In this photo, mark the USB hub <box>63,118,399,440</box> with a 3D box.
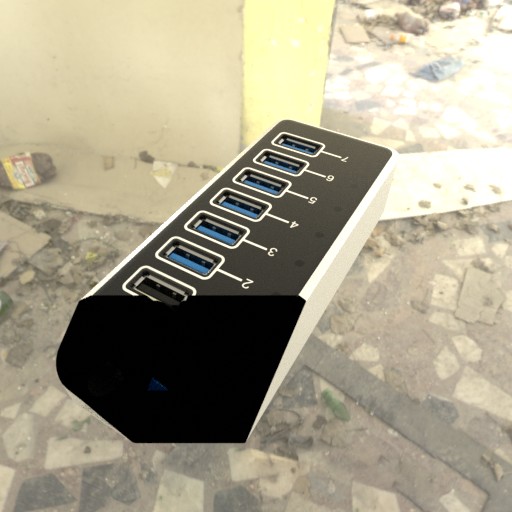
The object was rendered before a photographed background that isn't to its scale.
[{"bbox_3d":[0.000,0.000,0.124,0.044,0.023,0.110,23,51,21],"label":"USB hub"}]
